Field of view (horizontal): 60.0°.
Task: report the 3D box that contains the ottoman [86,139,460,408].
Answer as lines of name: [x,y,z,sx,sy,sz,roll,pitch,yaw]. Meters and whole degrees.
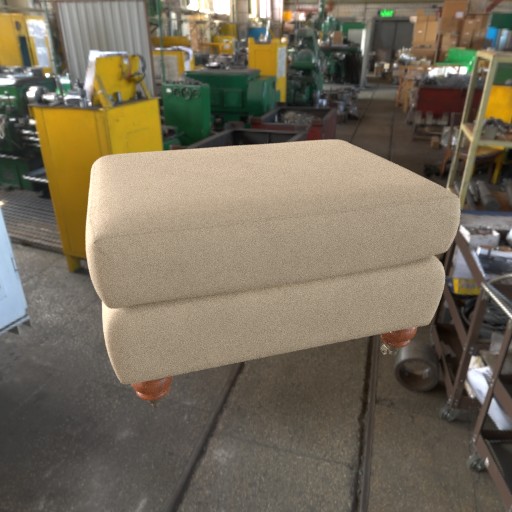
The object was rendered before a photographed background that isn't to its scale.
ottoman: [0.000,0.000,1.147,0.773,0.504,0.569,-8,28,-15]
